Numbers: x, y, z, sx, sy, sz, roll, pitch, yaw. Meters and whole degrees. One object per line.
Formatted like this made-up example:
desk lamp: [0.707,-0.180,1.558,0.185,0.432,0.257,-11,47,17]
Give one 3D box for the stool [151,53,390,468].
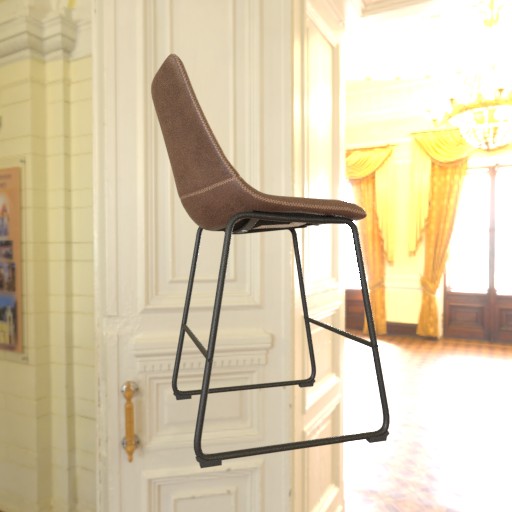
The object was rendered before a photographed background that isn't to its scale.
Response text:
stool: [0.000,0.000,1.206,0.550,0.890,0.460,0,2,-17]
